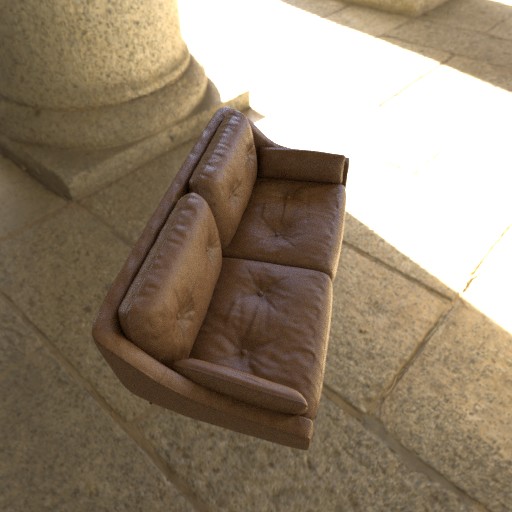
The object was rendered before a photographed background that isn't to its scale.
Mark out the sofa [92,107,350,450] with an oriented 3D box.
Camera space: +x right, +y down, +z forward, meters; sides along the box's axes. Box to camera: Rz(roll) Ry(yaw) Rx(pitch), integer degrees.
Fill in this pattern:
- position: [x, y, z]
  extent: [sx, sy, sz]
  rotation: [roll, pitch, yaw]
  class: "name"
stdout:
- position: [0.000, 0.000, 2.407]
  extent: [0.904, 0.839, 1.902]
  rotation: [9, 47, 9]
  class: "sofa"
